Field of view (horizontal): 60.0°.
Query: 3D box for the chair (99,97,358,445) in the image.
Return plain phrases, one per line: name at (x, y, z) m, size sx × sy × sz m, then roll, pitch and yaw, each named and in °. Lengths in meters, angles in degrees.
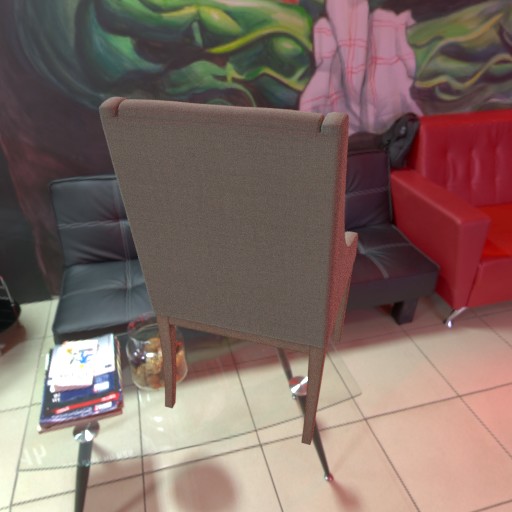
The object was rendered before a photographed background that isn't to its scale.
chair at (0.000, 0.000, 1.381) m, size 0.575 × 1.021 × 0.611 m, roll 9°, pitch 32°, yaw 15°
